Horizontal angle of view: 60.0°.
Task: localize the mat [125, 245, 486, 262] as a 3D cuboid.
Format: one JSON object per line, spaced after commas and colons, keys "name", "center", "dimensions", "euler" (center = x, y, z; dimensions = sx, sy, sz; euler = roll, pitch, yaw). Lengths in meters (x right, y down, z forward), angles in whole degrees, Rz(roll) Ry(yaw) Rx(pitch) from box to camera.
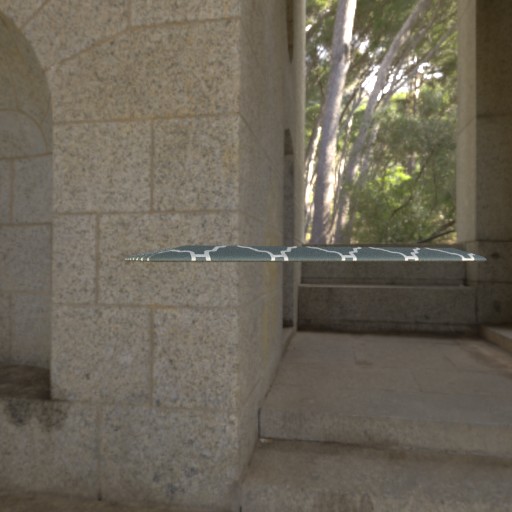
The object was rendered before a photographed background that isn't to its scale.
{"name": "mat", "center": [0.000, 0.000, 0.943], "dimensions": [0.508, 0.021, 0.762], "euler": [0, 0, -19]}
